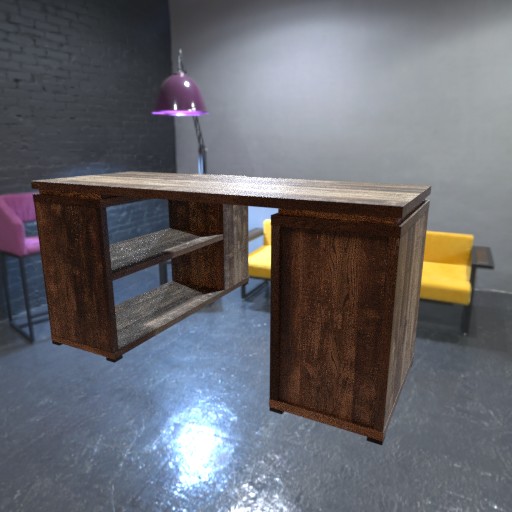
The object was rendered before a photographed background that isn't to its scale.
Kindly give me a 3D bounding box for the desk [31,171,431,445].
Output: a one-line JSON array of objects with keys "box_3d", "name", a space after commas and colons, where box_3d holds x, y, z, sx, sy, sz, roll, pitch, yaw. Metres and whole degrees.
[{"box_3d": [0.000, 0.000, 2.145, 1.524, 0.753, 1.200, 8, 17, 27], "name": "desk"}]
